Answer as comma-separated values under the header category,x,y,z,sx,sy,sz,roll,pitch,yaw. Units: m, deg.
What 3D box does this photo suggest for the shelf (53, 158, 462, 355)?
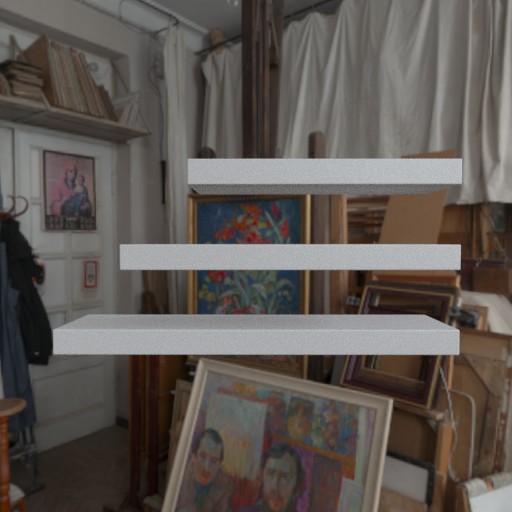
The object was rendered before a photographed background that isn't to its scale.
category,x,y,z,sx,sy,sz,roll,pitch,yaw
shelf,0.000,0.000,0.730,0.610,0.293,0.140,0,2,0
